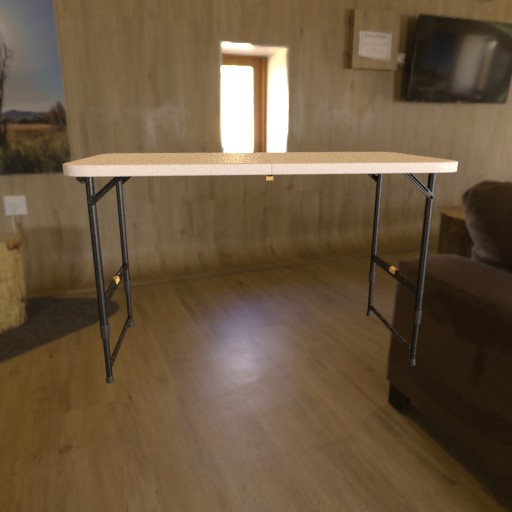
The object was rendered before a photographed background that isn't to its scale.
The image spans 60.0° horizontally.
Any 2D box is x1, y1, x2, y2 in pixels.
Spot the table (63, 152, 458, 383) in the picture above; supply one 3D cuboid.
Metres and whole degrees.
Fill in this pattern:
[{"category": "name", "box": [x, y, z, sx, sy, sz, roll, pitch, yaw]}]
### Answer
[{"category": "table", "box": [0.000, 0.000, 1.685, 1.245, 0.737, 0.611, -2, 16, -6]}]
